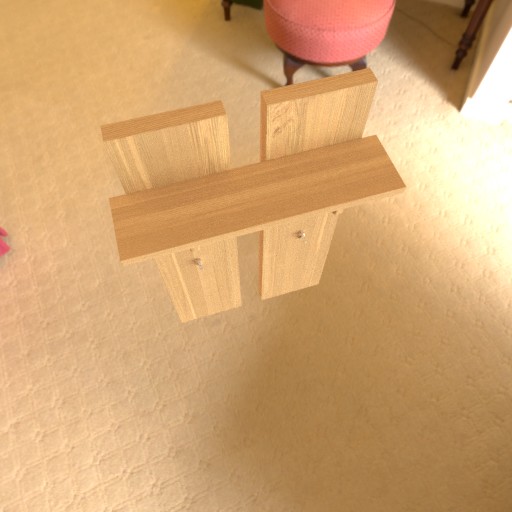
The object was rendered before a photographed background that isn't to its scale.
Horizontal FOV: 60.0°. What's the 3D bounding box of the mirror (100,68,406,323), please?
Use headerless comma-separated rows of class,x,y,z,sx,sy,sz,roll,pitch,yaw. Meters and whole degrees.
mirror,0.000,0.000,1.609,0.800,1.250,0.260,-15,63,-8
